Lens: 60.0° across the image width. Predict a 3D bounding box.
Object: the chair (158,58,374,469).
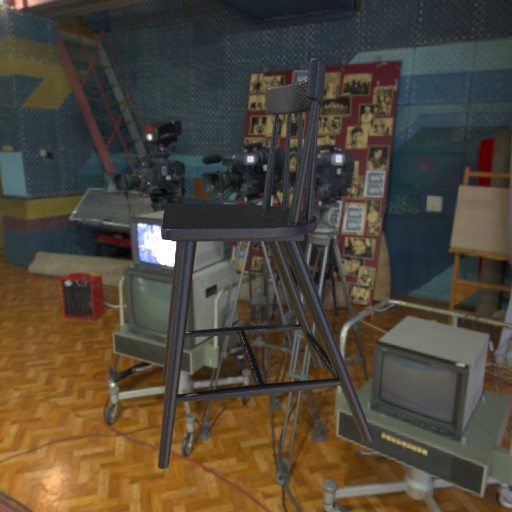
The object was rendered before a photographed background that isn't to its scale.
[{"bbox_3d":[0.000,0.000,1.245,0.572,0.952,0.483,-2,14,-10],"label":"chair"}]
